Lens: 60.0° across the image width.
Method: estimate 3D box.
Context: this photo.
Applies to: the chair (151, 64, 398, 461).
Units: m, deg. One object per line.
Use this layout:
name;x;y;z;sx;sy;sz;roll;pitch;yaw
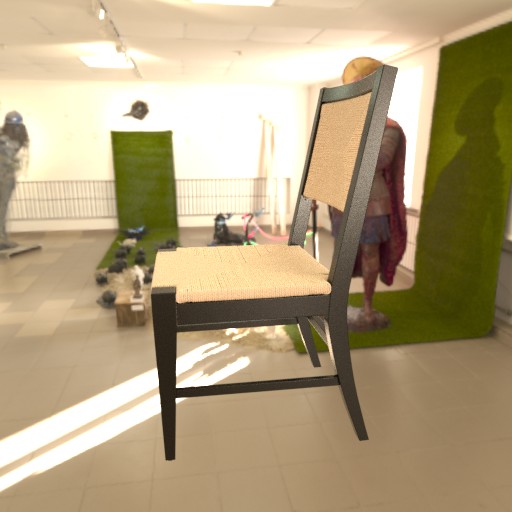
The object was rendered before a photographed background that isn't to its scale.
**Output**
chair;0.000;0.000;1.220;0.552;0.927;0.437;-2;14;-10
